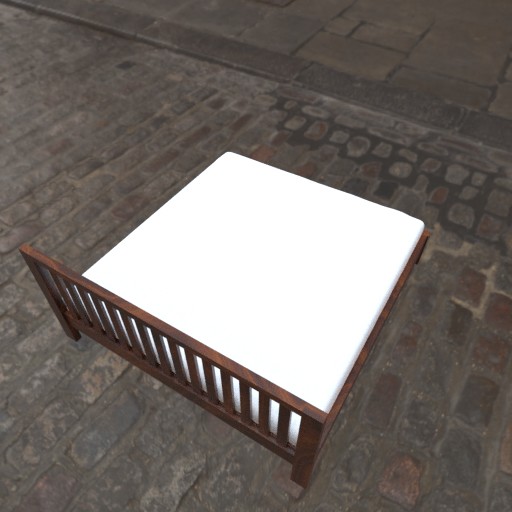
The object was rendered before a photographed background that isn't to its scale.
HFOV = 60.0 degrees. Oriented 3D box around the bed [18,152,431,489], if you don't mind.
[{"bbox_3d":[0.000,0.000,3.077,1.905,0.890,2.030,24,51,21],"label":"bed"}]
